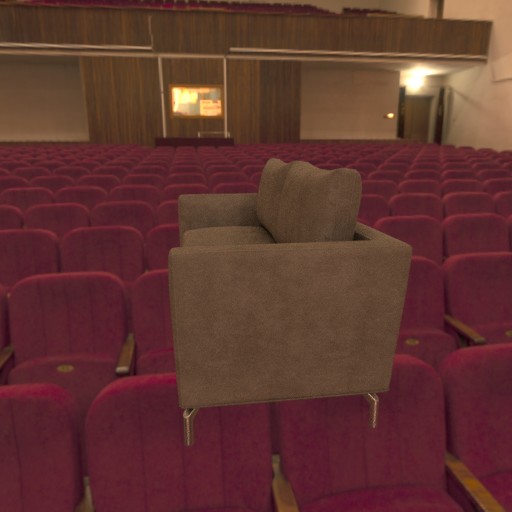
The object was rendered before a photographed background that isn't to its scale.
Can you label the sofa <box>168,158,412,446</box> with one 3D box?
[{"bbox_3d":[0.000,0.000,2.414,0.855,1.013,1.832,-2,14,-8],"label":"sofa"}]
